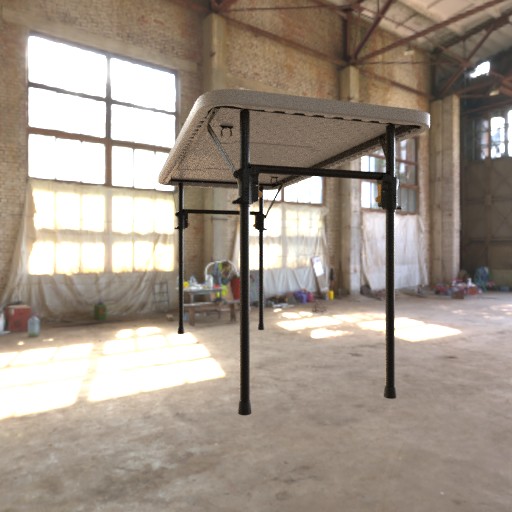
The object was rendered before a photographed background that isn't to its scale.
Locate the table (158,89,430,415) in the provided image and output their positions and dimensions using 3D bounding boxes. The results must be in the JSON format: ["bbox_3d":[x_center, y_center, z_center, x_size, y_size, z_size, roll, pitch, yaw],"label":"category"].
[{"bbox_3d":[0.000,0.000,1.606,0.610,0.729,1.219,0,0,-17],"label":"table"}]
